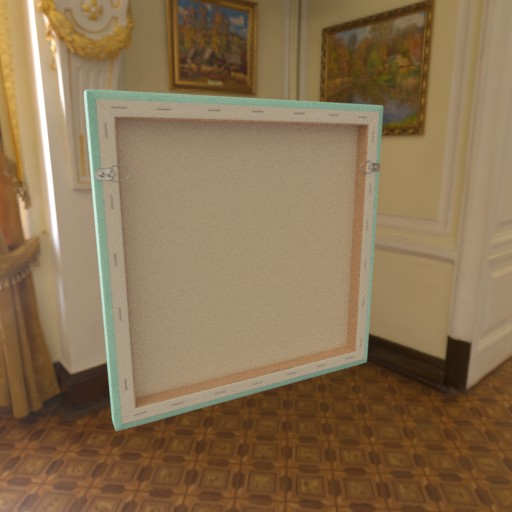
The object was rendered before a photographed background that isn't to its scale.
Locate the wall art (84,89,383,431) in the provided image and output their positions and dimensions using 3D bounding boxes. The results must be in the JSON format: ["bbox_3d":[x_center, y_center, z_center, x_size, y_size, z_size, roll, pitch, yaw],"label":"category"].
[{"bbox_3d":[0.000,0.000,1.599,1.071,1.073,0.070,-7,15,-27],"label":"wall art"}]
